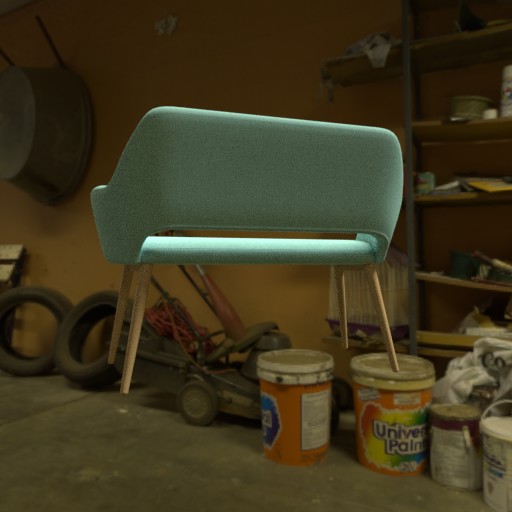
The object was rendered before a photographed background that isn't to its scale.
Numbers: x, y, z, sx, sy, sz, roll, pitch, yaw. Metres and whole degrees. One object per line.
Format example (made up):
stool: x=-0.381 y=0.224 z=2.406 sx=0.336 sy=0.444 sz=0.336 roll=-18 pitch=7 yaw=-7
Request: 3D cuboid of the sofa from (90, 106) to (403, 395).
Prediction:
sofa: x=0.000 y=0.000 z=1.627 sx=1.150 sy=0.840 sz=0.610 roll=0 pitch=-1 yaw=-17
